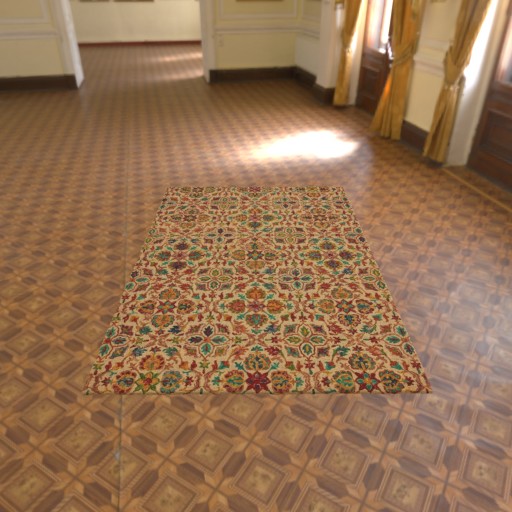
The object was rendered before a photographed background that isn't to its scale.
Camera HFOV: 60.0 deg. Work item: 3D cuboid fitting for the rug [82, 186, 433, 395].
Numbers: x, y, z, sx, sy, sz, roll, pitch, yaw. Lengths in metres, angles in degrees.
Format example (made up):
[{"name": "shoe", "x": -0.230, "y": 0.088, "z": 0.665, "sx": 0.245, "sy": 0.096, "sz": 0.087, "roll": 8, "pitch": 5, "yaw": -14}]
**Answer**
[{"name": "rug", "x": 0.000, "y": 0.000, "z": 2.910, "sx": 1.541, "sy": 0.018, "sz": 2.297, "roll": 0, "pitch": 32, "yaw": 0}]
